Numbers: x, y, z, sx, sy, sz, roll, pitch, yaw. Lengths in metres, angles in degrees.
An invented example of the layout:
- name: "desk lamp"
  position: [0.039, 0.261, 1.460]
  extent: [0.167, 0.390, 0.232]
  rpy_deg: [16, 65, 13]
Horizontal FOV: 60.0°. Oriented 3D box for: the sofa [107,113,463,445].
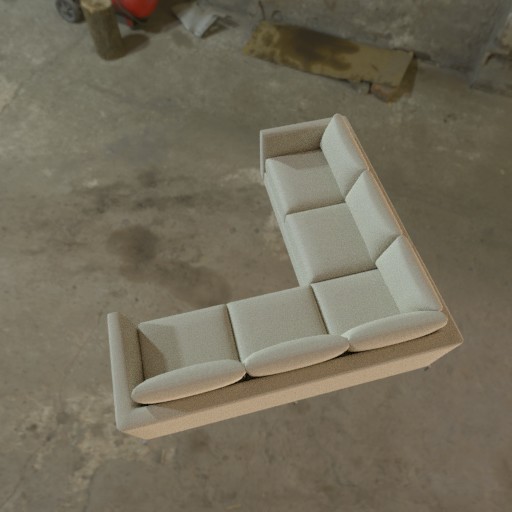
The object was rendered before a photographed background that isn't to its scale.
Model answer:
- name: "sofa"
  position: [0.000, 0.000, 3.795]
  extent: [2.448, 0.867, 2.430]
  rpy_deg: [-12, 59, -7]
